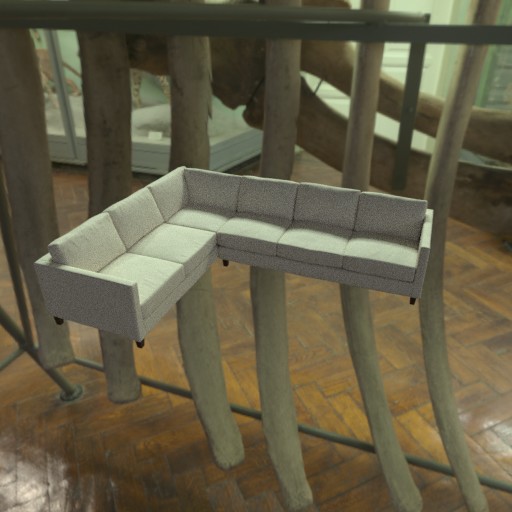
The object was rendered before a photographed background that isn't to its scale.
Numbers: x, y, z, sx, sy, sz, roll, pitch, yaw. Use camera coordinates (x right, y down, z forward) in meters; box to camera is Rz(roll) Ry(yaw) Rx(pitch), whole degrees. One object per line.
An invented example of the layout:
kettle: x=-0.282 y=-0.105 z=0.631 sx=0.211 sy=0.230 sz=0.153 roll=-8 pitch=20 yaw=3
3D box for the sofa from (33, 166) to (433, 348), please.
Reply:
sofa: x=0.000 y=0.000 z=4.396 sx=3.182 sy=0.863 sz=2.432 roll=11 pitch=32 yaw=18
